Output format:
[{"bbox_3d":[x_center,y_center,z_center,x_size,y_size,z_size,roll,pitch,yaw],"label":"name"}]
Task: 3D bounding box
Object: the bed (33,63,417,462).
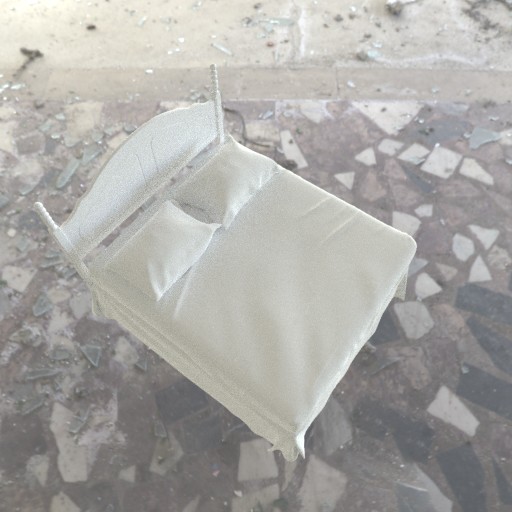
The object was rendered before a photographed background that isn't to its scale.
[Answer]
[{"bbox_3d":[0.000,0.000,3.174,2.040,1.356,1.873,33,64,18],"label":"bed"}]
